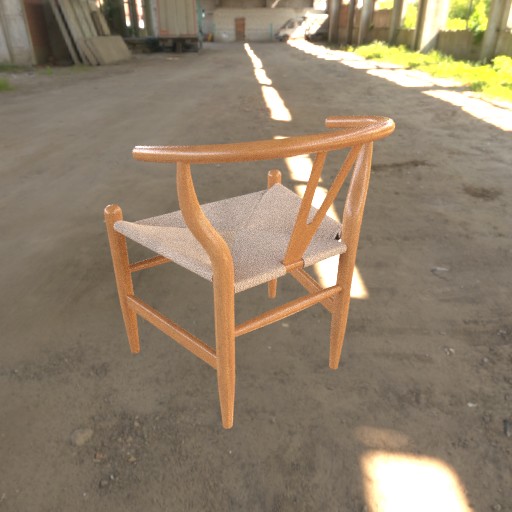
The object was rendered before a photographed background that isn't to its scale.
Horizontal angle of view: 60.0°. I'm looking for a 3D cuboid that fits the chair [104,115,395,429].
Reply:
[{"bbox_3d":[0.000,0.000,1.129,0.569,0.730,0.579,-18,33,-31],"label":"chair"}]
